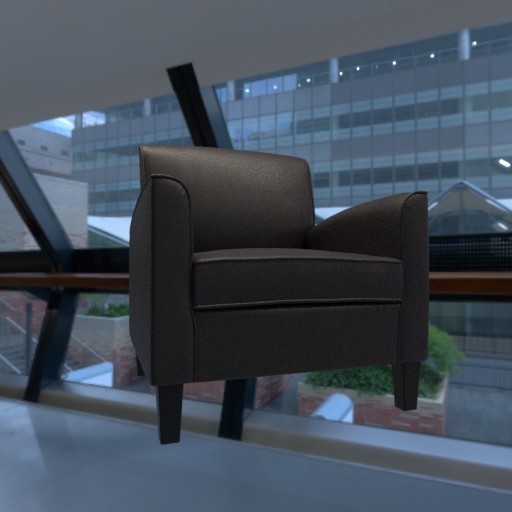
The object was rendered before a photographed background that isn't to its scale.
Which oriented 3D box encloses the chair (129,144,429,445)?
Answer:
[{"bbox_3d":[0.000,0.000,1.543,0.820,0.916,0.819,0,0,-20],"label":"chair"}]
